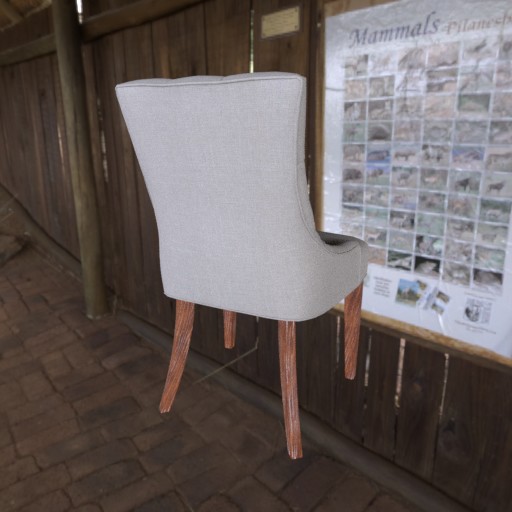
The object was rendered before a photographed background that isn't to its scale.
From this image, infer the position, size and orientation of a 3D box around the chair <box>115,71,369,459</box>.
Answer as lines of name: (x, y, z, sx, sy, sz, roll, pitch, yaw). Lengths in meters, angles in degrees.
chair: (0.000, 0.000, 1.210, 0.509, 0.874, 0.565, 8, 18, 26)
